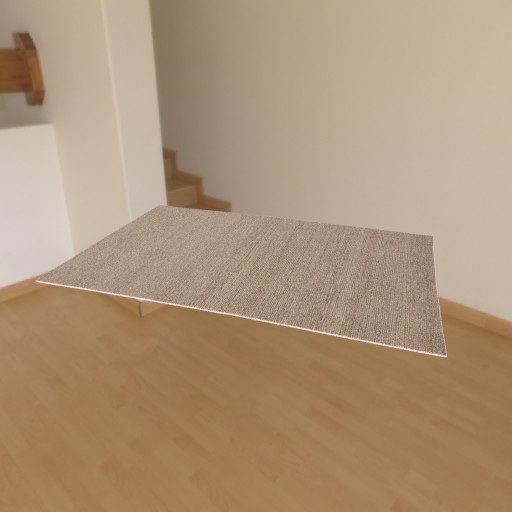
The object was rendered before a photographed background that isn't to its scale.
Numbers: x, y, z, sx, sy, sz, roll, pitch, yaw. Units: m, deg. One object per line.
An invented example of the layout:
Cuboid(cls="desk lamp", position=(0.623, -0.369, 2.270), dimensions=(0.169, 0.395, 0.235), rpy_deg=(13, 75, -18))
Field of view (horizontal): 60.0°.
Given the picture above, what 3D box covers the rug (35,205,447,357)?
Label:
Cuboid(cls="rug", position=(0.000, 0.000, 2.303), dimensions=(1.792, 0.021, 1.154), rpy_deg=(8, 26, 17))
